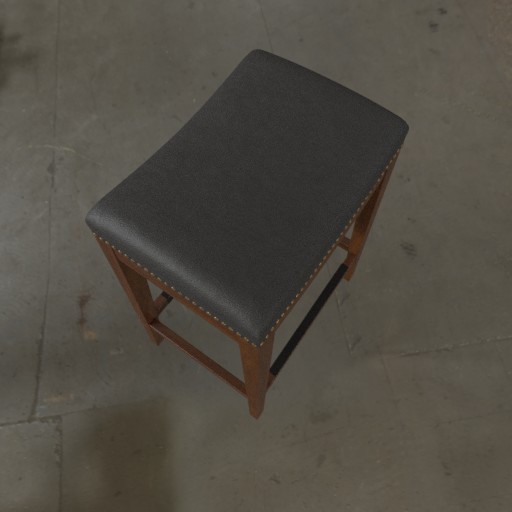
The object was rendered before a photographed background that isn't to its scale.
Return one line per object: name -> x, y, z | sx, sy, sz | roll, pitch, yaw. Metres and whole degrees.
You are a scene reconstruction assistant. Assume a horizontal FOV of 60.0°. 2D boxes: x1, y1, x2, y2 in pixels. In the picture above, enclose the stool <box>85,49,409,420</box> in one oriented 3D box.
stool -> 0.000, 0.000, 0.959 | 0.353, 0.664, 0.490 | 32, 68, 15
